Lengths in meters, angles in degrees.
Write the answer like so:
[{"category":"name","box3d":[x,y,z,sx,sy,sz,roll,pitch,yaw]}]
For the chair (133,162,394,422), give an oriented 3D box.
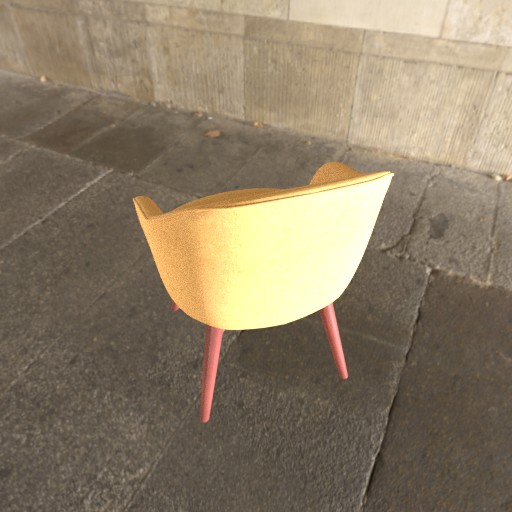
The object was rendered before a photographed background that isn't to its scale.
[{"category":"chair","box3d":[0.000,0.000,1.259,0.596,0.823,0.635,-13,43,-14]}]
